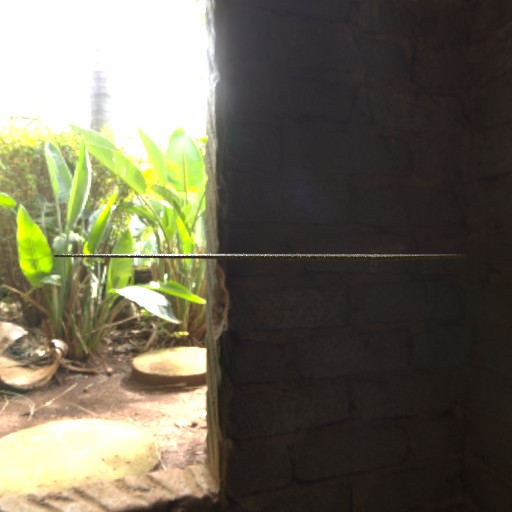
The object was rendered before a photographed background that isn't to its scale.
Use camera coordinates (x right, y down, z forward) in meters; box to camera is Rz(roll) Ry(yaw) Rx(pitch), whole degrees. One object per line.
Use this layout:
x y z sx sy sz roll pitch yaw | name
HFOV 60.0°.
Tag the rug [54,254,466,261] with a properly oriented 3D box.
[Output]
0.000 0.000 2.959 2.297 0.018 1.532 0 1 36 | rug
